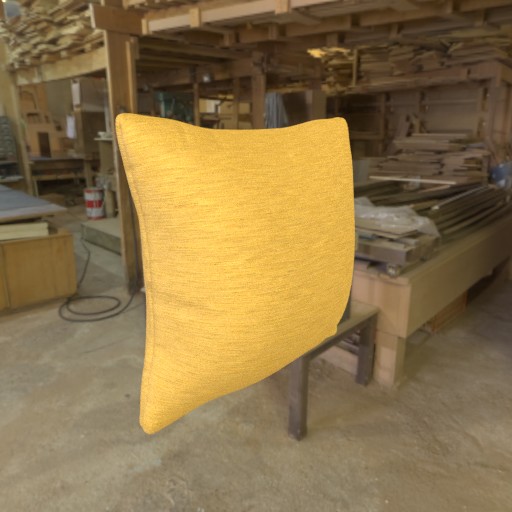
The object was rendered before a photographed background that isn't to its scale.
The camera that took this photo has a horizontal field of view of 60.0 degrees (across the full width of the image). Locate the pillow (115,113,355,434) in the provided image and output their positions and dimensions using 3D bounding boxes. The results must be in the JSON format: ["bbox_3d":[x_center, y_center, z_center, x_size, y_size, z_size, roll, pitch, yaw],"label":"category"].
[{"bbox_3d":[0.000,0.000,0.689,0.435,0.417,0.247,-16,23,-42],"label":"pillow"}]
